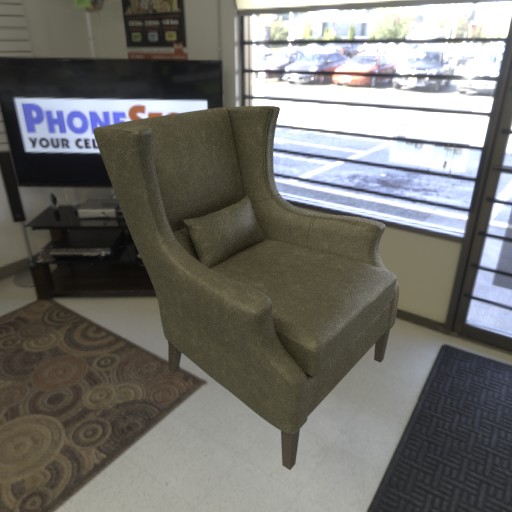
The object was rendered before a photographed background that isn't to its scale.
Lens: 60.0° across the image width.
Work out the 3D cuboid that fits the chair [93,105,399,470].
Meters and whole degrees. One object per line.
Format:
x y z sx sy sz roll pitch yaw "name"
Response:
0.000 0.000 1.713 0.926 1.016 0.853 19 32 34 "chair"
